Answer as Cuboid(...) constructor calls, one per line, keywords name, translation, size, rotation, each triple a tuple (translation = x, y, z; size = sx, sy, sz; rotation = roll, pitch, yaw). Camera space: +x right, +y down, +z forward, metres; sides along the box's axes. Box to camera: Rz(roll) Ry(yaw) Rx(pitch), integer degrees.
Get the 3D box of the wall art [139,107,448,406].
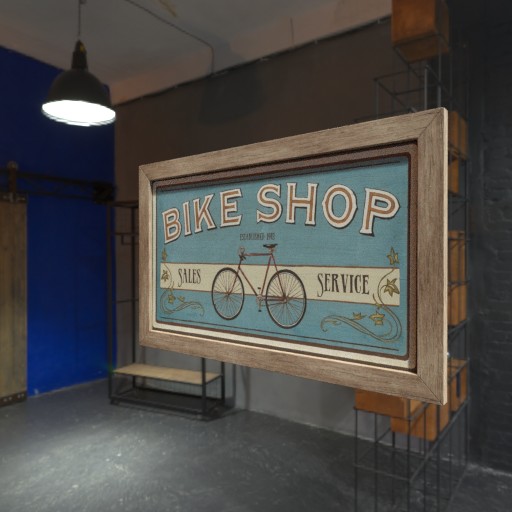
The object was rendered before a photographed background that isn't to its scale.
Cuboid(name="wall art", translation=(0.000, 0.000, 0.959), size=(0.780, 0.480, 0.021), rotation=(0, 0, 38))
